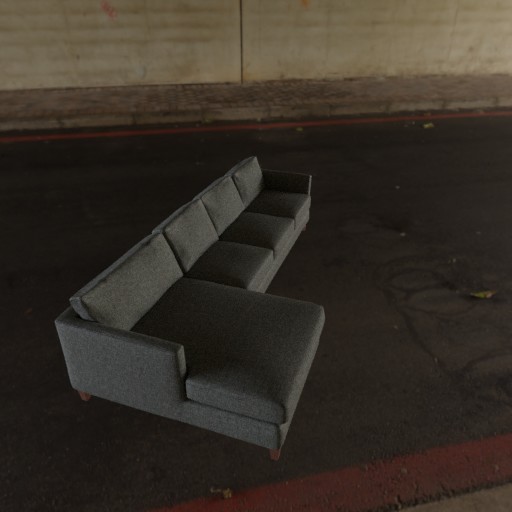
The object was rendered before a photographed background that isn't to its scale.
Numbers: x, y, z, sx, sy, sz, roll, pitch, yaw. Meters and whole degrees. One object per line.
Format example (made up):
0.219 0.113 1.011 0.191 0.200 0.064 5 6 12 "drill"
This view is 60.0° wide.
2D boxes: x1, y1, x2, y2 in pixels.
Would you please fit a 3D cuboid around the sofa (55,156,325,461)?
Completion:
0.000 0.000 4.204 1.635 0.960 3.485 10 31 17 "sofa"
